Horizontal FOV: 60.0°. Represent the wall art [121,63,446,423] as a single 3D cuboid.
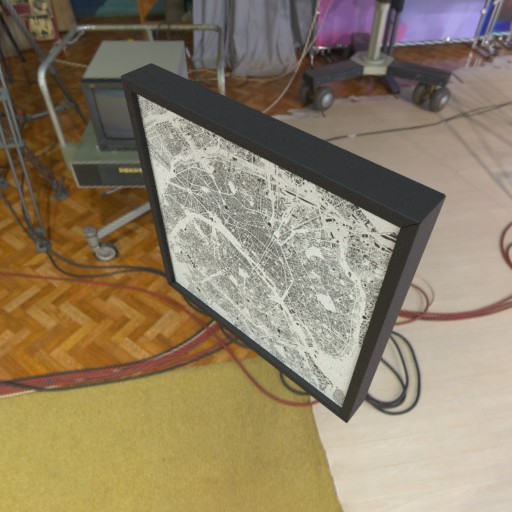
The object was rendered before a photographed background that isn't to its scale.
[{"bbox_3d":[0.000,0.000,0.463,0.305,0.305,0.037,33,55,27],"label":"wall art"}]
